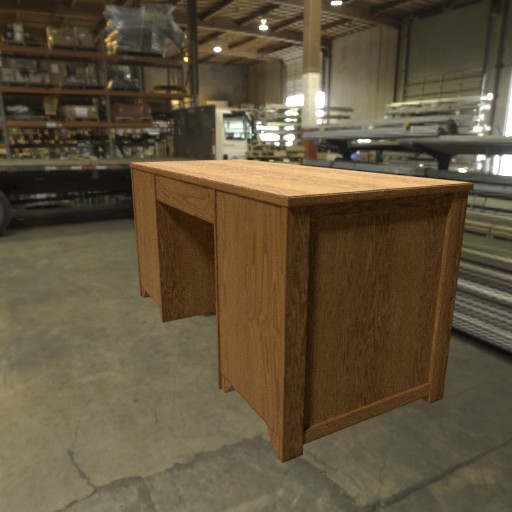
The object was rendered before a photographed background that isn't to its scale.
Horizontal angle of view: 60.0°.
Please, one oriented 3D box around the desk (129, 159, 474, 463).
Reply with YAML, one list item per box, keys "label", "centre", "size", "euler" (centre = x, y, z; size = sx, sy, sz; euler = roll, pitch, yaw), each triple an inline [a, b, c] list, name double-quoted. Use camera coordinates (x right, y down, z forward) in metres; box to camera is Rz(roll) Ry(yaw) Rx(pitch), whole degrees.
- label: "desk"
  centre: [0.000, 0.000, 1.962]
  size: [0.685, 0.751, 1.567]
  euler: [-8, 17, -28]
